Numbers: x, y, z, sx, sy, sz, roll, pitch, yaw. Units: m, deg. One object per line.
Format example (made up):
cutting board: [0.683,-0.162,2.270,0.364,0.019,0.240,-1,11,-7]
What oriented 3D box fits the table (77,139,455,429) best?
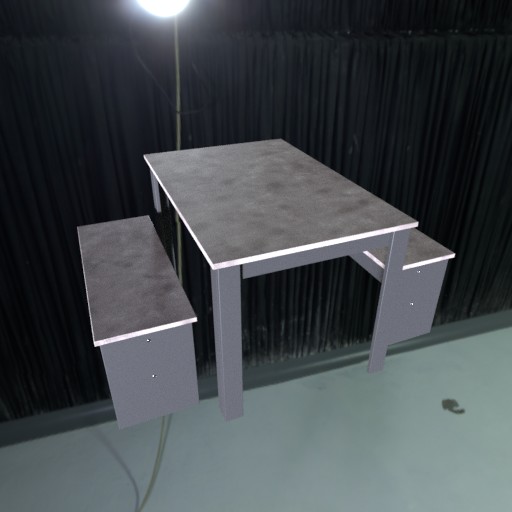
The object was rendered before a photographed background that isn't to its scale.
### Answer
table: [0.000,0.000,1.999,1.443,0.700,1.100,-12,32,-19]
